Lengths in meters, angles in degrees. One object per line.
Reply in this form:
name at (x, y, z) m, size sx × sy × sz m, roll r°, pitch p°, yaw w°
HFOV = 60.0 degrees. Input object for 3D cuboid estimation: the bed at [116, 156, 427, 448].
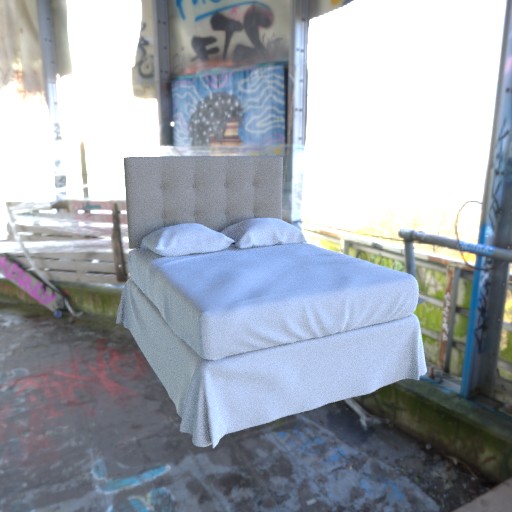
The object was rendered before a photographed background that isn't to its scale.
bed at (0.000, 0.000, 3.605) m, size 1.936 × 1.577 × 2.222 m, roll -7°, pitch 15°, yaw -27°
